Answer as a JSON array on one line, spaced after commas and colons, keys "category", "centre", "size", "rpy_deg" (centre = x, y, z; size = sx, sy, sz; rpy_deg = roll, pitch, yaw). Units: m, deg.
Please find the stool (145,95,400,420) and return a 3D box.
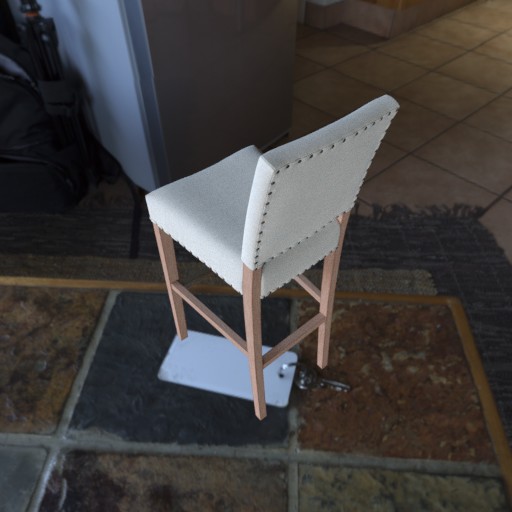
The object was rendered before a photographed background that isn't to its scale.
[{"category": "stool", "centre": [0.000, 0.000, 1.417], "size": [0.428, 1.143, 0.546], "rpy_deg": [-32, 54, -26]}]
